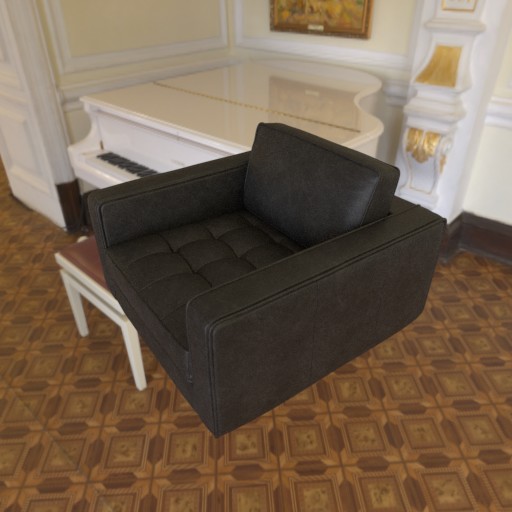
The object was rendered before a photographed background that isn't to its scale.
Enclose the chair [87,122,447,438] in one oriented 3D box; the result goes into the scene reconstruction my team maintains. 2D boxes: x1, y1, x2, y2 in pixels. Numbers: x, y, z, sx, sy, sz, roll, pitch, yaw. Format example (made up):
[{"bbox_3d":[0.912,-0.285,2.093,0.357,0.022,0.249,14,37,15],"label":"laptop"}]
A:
[{"bbox_3d":[0.000,0.000,1.606,0.914,0.763,0.889,-21,39,-29],"label":"chair"}]
